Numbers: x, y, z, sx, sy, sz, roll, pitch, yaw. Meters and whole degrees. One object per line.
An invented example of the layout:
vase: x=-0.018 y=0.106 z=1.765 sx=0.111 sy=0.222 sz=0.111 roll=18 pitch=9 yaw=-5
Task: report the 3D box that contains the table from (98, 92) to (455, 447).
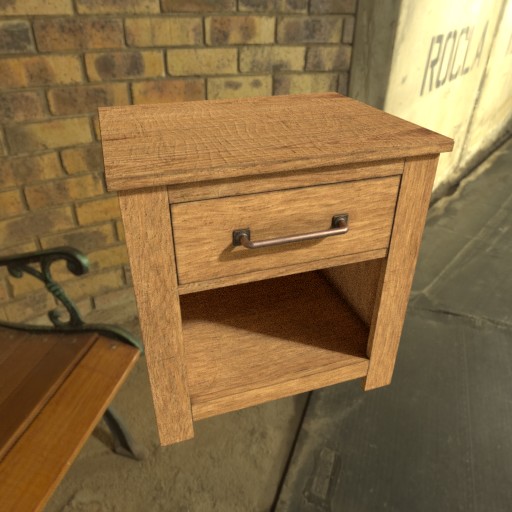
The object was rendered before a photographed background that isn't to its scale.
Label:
table: x=0.000 y=0.000 z=1.052 sx=0.601 sy=0.625 sz=0.494 roll=-10 pitch=32 yaw=-16
